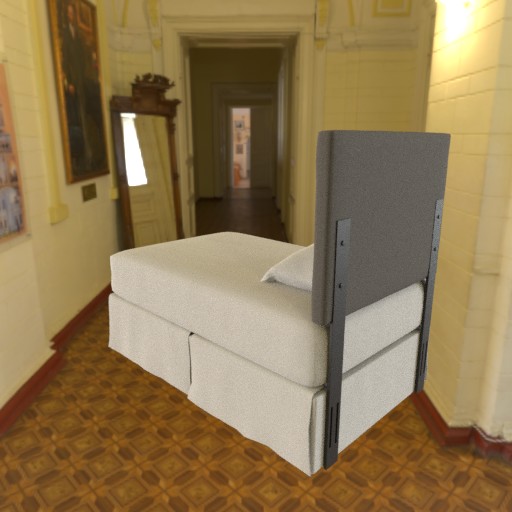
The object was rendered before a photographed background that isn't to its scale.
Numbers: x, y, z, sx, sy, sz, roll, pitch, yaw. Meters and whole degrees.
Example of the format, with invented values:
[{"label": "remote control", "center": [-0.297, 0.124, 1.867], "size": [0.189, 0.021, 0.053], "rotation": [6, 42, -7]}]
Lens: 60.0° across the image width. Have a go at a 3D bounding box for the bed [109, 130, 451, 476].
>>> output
[{"label": "bed", "center": [0.000, 0.000, 2.951], "size": [1.261, 1.571, 1.997], "rotation": [-14, 20, -43]}]
